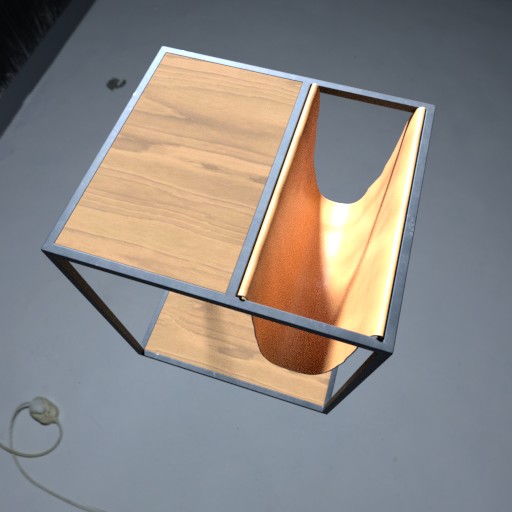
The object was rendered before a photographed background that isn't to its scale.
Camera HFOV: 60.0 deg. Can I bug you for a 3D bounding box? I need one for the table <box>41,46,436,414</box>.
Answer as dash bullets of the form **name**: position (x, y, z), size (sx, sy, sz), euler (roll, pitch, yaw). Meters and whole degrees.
- **table**: position (0.000, 0.000, 0.853), size (0.450, 0.536, 0.399), euler (16, 64, 8)
